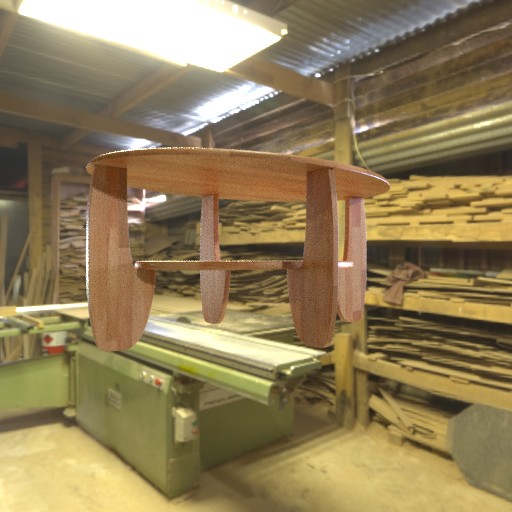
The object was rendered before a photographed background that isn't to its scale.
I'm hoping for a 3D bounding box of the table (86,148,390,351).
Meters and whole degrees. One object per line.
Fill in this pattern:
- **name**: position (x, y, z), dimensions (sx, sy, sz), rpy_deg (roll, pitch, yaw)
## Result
- **table**: position (0.000, 0.000, 1.410), dimensions (1.040, 0.490, 0.690), rpy_deg (0, -1, -36)
